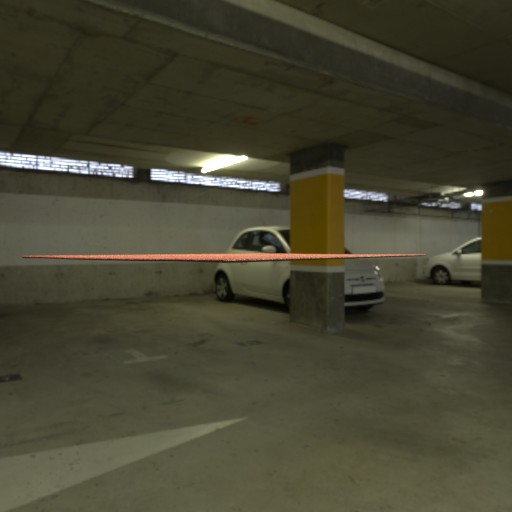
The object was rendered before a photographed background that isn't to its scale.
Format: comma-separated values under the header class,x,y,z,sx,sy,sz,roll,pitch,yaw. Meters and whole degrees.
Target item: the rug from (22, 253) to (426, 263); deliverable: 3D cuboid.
class,x,y,z,sx,sy,sz,roll,pitch,yaw
rug,0.000,0.000,2.203,1.139,0.011,1.747,1,1,37
